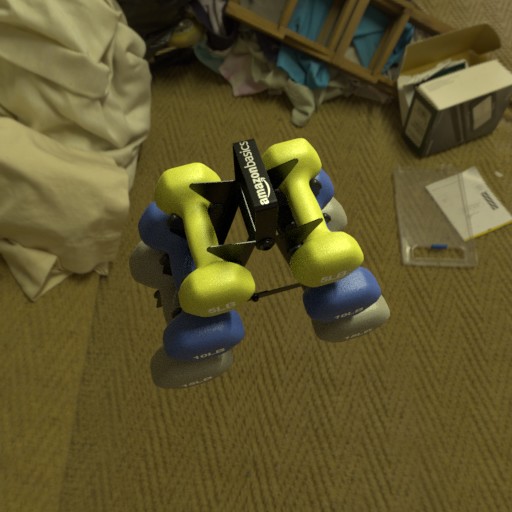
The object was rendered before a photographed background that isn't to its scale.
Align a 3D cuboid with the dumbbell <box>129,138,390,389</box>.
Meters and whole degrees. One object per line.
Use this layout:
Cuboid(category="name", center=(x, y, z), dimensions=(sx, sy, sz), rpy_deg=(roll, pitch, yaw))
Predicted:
Cuboid(category="dumbbell", center=(0.000, 0.000, 0.669), dimensions=(0.416, 0.426, 0.261), rpy_deg=(-15, 65, -7))
